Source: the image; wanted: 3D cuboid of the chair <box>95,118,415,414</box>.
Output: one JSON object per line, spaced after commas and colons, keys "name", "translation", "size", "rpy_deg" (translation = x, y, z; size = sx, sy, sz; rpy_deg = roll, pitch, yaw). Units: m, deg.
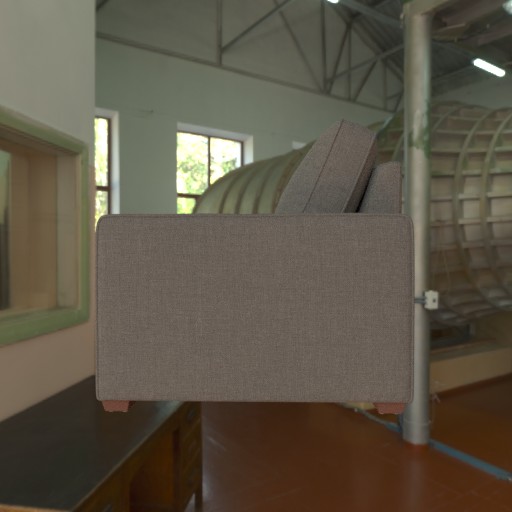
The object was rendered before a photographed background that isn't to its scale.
{"name": "chair", "translation": [0.000, 0.000, 1.764], "size": [0.940, 0.919, 1.017], "rpy_deg": [0, 1, 1]}
